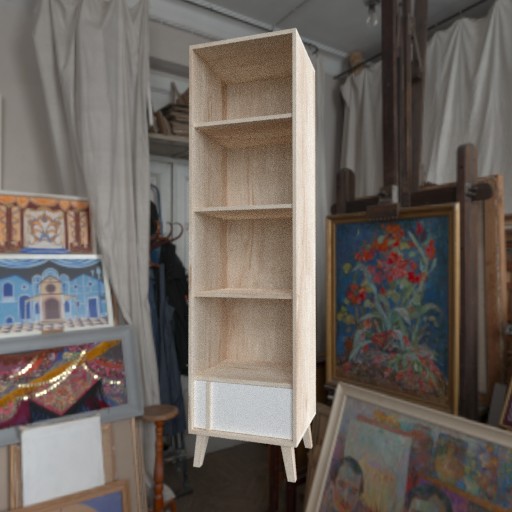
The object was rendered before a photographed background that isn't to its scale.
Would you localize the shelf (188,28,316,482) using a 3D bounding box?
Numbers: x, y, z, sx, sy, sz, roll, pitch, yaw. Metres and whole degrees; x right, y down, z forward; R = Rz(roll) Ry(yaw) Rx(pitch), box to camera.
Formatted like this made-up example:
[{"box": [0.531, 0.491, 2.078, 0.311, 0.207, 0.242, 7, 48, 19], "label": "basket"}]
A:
[{"box": [0.000, 0.000, 2.190, 0.510, 1.960, 0.450, 0, -1, 18], "label": "shelf"}]
